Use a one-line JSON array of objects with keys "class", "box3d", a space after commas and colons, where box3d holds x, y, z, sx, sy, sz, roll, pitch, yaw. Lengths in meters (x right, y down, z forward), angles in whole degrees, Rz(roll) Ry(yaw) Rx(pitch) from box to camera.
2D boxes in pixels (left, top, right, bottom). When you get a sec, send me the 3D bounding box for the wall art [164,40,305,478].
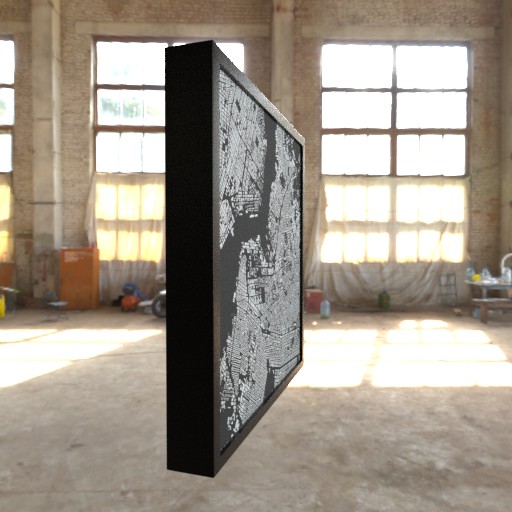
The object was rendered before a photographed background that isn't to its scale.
[{"class": "wall art", "box3d": [0.000, 0.000, 0.450, 0.037, 0.299, 0.299, 1, 2, 18]}]
